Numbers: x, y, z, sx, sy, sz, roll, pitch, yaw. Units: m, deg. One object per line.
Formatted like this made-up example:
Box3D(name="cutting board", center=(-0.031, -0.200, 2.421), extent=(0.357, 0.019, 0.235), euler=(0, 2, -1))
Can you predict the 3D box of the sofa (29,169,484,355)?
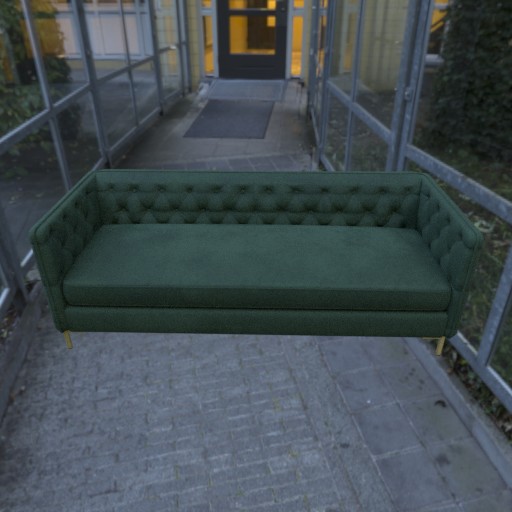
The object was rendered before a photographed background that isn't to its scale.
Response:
Box3D(name="sofa", center=(0.000, 0.000, 2.639), extent=(2.209, 0.771, 0.895), euler=(1, 30, 1))
